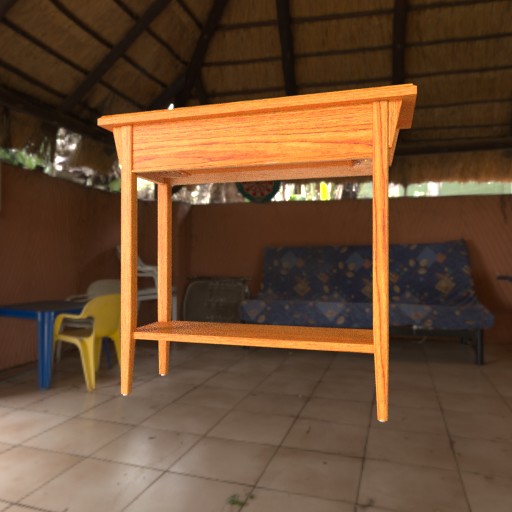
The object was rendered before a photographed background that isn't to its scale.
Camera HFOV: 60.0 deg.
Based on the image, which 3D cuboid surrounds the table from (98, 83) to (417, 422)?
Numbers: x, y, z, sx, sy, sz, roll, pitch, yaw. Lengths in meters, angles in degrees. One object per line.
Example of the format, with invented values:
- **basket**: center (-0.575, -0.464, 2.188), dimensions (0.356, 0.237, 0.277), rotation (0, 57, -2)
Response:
- **table**: center (0.000, 0.000, 1.137), dimensions (0.762, 0.711, 0.254), rotation (0, 0, 17)
